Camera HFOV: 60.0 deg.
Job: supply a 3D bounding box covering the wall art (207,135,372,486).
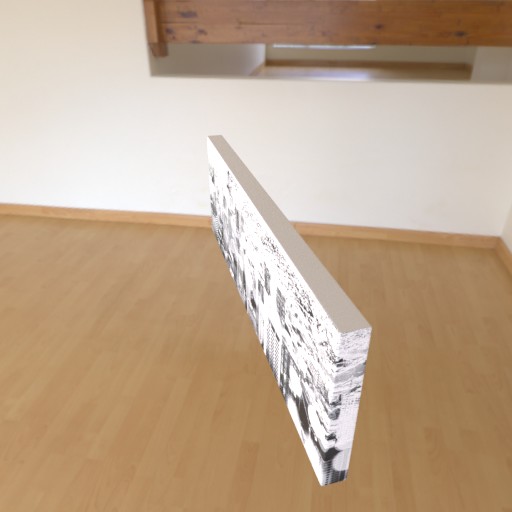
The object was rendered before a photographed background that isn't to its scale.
[{"bbox_3d":[0.000,0.000,0.830,0.038,0.255,0.763,-8,31,-13],"label":"wall art"}]
